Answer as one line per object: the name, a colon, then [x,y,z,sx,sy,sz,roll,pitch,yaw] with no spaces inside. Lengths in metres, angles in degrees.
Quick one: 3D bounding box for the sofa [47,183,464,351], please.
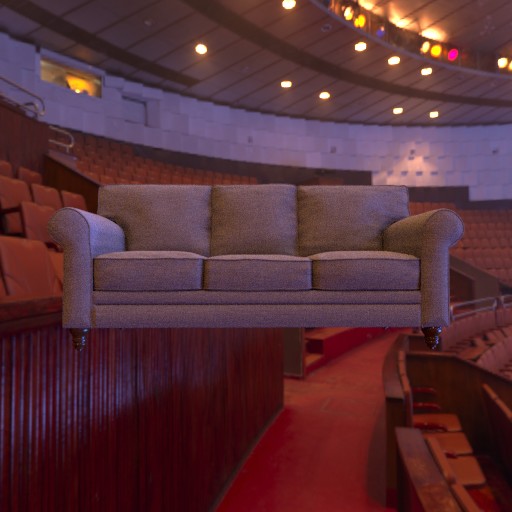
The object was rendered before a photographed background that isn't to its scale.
sofa: [0.000,0.000,2.610,2.084,0.961,0.916,0,-2,-1]
